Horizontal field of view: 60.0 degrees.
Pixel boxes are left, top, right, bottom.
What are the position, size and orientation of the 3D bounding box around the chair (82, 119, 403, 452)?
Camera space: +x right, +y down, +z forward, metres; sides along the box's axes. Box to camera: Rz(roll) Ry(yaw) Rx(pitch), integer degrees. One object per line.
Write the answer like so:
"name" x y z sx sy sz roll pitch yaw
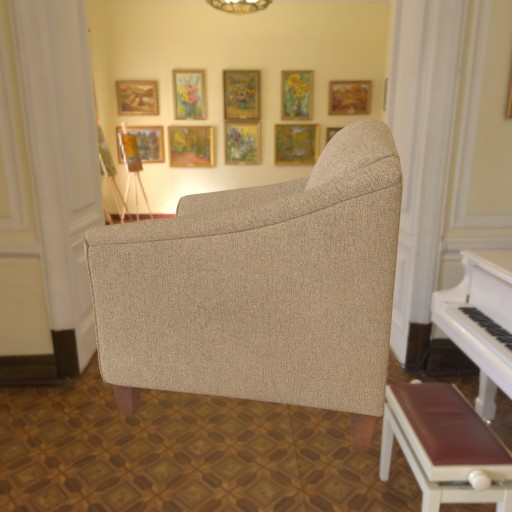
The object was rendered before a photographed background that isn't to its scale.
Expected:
"chair" 0.000 0.000 1.432 0.787 0.839 0.763 3 15 11
